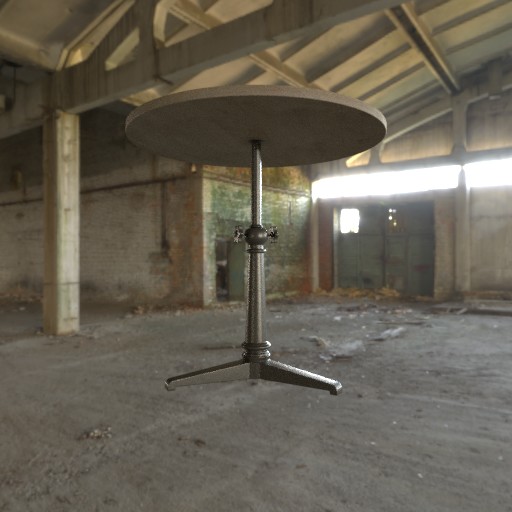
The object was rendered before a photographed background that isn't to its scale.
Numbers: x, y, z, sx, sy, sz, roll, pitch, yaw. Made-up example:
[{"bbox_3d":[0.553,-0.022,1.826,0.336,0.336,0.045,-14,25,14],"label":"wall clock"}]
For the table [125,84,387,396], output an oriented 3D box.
[{"bbox_3d":[0.000,0.000,1.413,0.800,0.780,0.800,0,-1,0],"label":"table"}]
